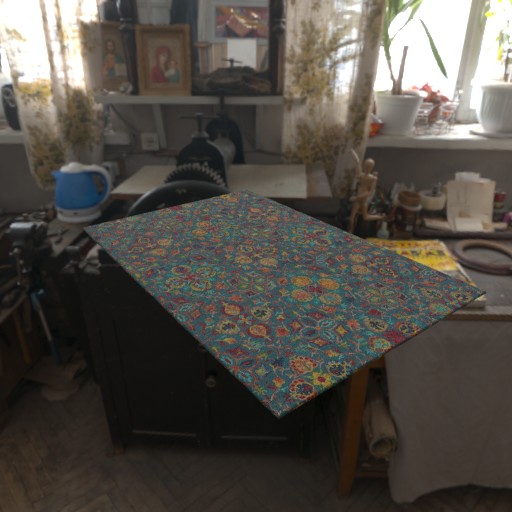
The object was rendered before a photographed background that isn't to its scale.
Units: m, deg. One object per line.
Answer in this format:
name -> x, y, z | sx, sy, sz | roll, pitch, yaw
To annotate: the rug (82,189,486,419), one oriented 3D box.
rug -> 0.000, 0.000, 2.318 | 1.216, 0.014, 1.836 | -19, 32, -33
